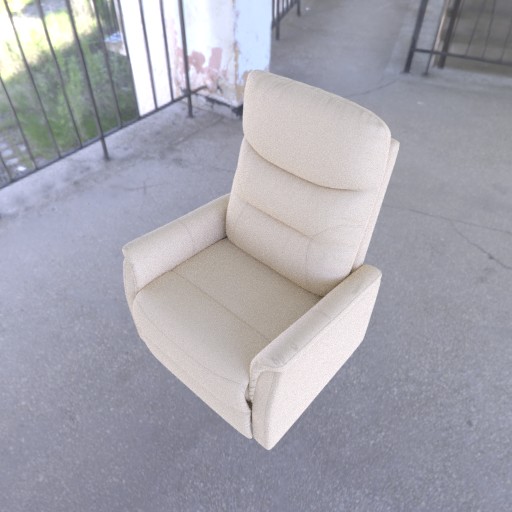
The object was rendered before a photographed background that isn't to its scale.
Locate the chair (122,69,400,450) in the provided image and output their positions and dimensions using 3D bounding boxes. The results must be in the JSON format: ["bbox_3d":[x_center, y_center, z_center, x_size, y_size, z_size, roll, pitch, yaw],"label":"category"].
[{"bbox_3d":[0.000,0.000,1.644,0.775,1.082,0.831,32,53,28],"label":"chair"}]
